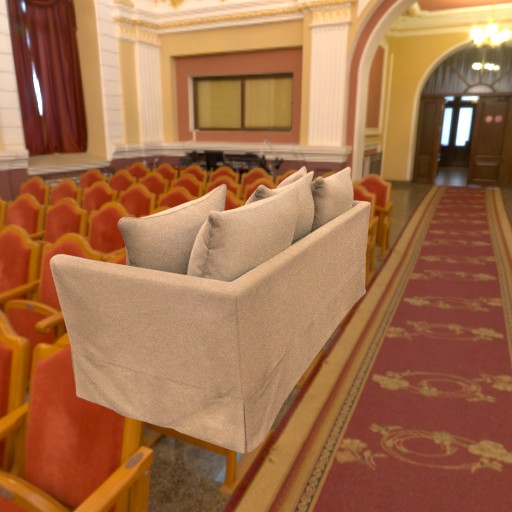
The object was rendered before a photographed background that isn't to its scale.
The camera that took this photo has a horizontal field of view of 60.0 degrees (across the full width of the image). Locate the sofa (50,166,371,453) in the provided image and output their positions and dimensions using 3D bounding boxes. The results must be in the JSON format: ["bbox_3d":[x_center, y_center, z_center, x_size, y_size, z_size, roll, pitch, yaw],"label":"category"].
[{"bbox_3d":[0.000,0.000,2.840,1.031,1.034,2.290,8,18,25],"label":"sofa"}]
